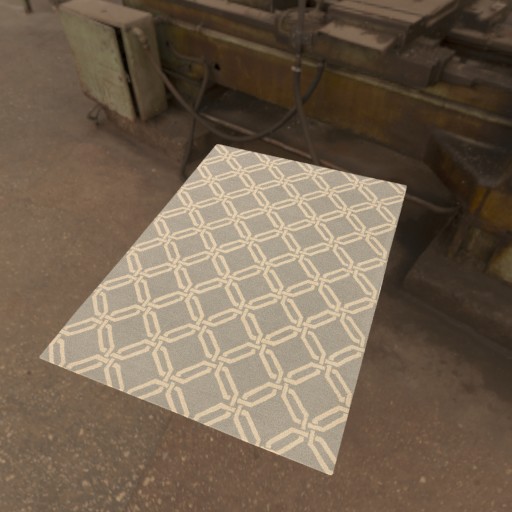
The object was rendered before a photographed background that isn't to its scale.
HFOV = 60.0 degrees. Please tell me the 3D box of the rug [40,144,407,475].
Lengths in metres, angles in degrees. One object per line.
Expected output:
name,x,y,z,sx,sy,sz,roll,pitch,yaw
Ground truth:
rug,0.000,0.000,2.723,1.522,0.013,2.133,16,48,15
